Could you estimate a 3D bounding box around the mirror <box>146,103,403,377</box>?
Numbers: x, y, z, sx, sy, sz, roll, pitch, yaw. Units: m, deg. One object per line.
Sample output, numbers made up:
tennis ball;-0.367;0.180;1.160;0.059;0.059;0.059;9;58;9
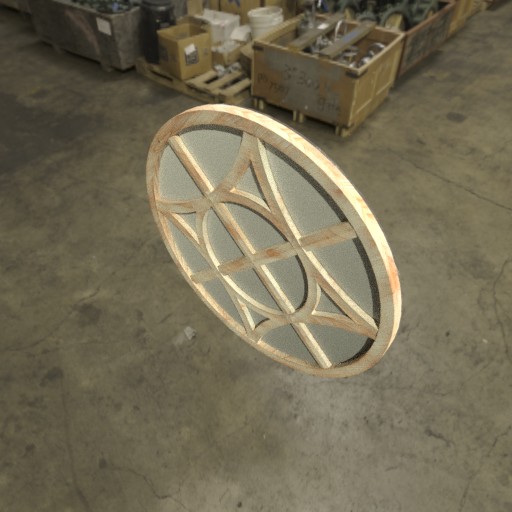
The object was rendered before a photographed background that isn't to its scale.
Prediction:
mirror;0.000;0.000;1.040;0.710;0.710;0.038;30;52;26
